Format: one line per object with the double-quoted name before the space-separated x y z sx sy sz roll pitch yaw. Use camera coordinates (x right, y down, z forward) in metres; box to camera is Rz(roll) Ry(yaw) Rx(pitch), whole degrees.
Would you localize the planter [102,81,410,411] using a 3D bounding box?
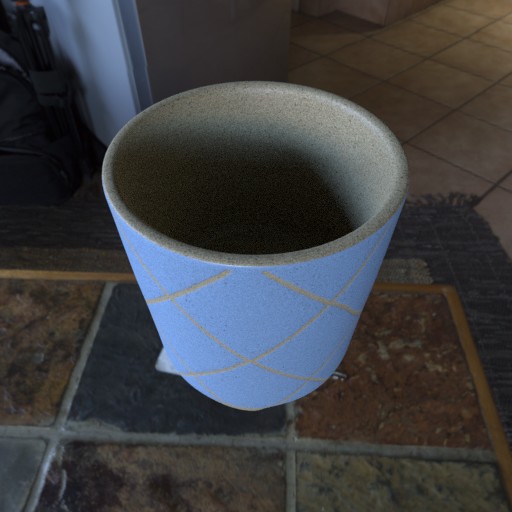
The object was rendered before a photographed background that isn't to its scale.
"planter" 0.000 0.000 0.421 0.227 0.235 0.227 0 48 0
